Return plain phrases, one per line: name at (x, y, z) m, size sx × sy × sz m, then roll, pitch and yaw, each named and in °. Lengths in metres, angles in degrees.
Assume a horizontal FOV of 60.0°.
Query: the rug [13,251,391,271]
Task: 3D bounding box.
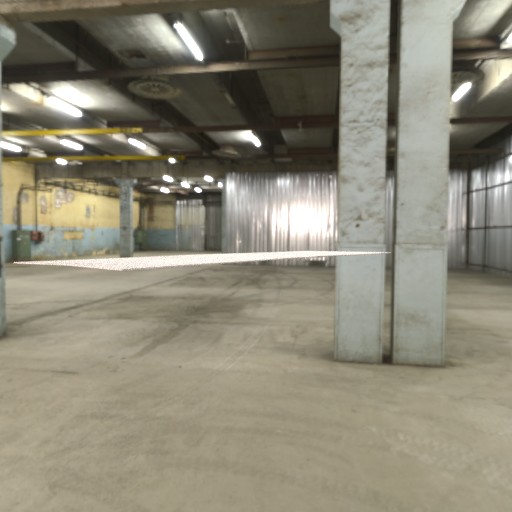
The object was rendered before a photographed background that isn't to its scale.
rug at (0.000, 0.000, 2.532) m, size 0.712 × 0.013 × 2.346 m, roll 2°, pitch 3°, yaw 37°
